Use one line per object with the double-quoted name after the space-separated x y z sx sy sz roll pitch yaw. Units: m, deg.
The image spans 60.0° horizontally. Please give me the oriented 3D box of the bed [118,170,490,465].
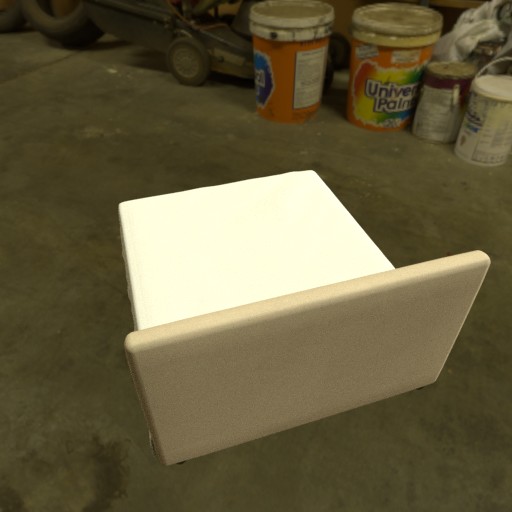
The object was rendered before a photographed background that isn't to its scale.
0.000 0.000 3.489 2.119 1.317 2.319 -12 42 -13 "bed"
